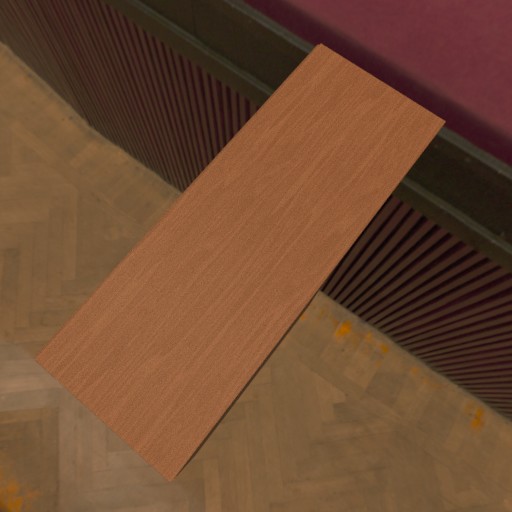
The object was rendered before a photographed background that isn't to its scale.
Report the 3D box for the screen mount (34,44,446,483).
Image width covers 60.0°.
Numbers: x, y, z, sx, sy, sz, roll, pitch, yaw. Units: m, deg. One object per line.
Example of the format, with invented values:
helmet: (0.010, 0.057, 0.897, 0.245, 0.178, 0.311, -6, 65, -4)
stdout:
screen mount: (0.000, 0.000, 1.273, 0.406, 0.432, 1.084, 37, 77, 10)
